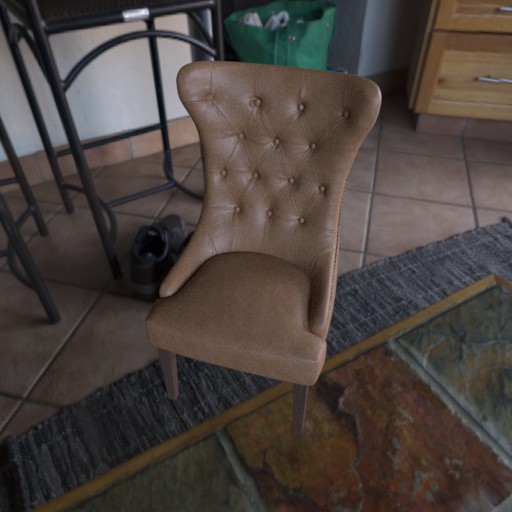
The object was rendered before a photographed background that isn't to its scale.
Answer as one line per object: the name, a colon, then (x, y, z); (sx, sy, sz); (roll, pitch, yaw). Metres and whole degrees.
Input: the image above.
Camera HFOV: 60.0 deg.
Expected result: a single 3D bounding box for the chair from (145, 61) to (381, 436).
chair: (0.000, 0.000, 1.474); (0.611, 1.065, 0.669); (11, 42, 13)
